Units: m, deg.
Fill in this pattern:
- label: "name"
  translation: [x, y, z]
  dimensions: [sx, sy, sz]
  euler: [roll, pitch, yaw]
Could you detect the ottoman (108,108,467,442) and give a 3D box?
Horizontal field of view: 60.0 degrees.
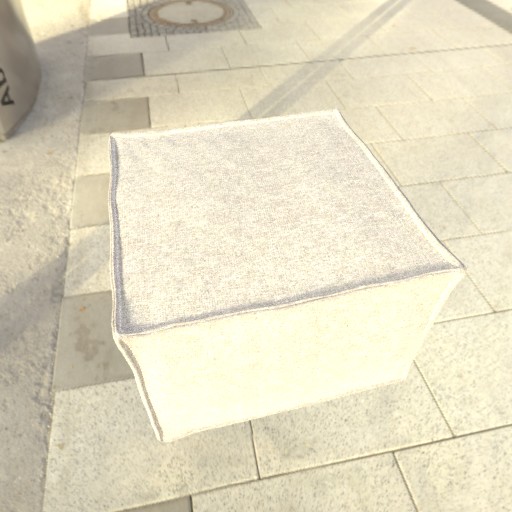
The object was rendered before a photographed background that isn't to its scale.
- label: "ottoman"
  translation: [0.000, 0.000, 1.175]
  dimensions: [0.696, 0.470, 0.707]
  euler: [-10, 47, -10]
